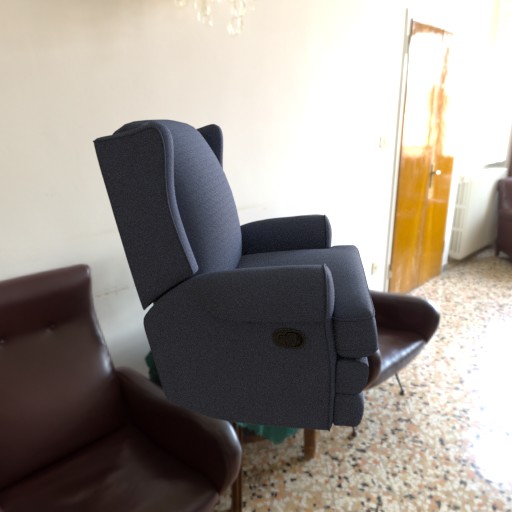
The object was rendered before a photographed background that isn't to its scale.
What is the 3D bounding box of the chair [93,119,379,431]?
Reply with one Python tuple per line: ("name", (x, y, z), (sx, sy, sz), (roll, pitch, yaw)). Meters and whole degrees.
("chair", (0.000, 0.000, 1.731), (0.877, 1.020, 0.971), (2, 16, 8))
